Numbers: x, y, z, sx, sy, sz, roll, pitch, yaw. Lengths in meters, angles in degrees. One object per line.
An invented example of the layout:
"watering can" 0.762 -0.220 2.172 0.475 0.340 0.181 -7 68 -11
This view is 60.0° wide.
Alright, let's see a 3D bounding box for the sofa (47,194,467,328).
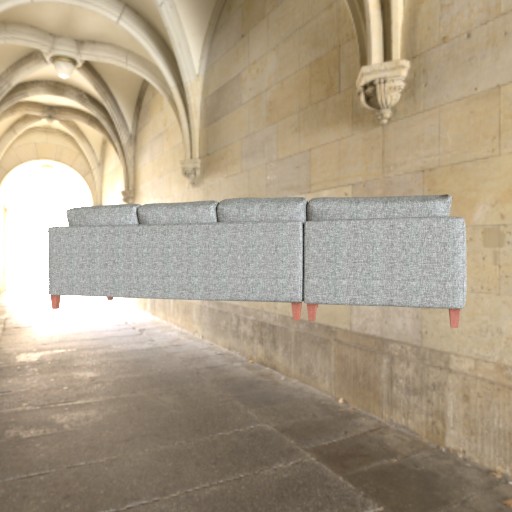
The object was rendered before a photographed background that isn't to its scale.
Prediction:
"sofa" 0.000 0.000 4.231 3.485 0.960 1.635 0 0 18
